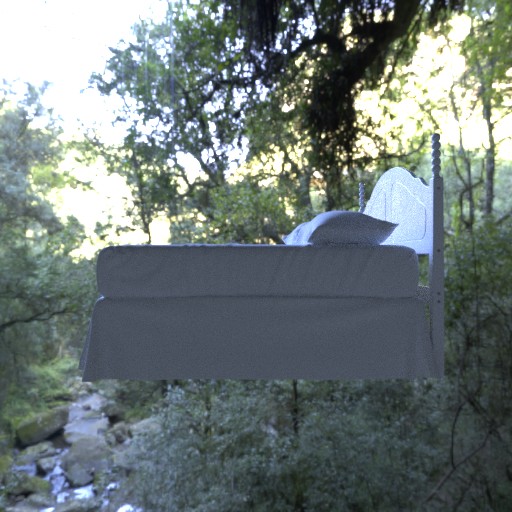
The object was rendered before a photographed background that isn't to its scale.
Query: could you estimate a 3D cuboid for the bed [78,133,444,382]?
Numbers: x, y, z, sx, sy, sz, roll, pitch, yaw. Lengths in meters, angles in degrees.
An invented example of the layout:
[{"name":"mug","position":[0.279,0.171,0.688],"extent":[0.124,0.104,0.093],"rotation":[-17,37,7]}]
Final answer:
[{"name":"bed","position":[0.000,0.000,3.228],"extent":[2.040,1.356,1.873],"rotation":[0,0,-1]}]
